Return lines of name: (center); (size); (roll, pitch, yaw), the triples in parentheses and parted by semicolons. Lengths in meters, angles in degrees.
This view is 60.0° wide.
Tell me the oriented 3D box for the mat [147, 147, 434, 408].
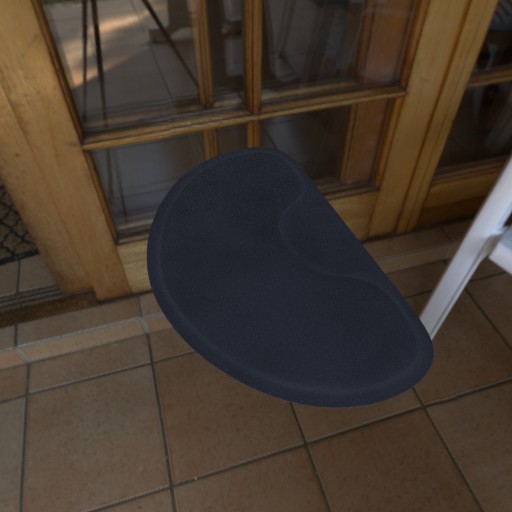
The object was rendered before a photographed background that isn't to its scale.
mat: (0.000, 0.000, 1.903); (0.913, 0.013, 1.524); (-17, 50, -15)
